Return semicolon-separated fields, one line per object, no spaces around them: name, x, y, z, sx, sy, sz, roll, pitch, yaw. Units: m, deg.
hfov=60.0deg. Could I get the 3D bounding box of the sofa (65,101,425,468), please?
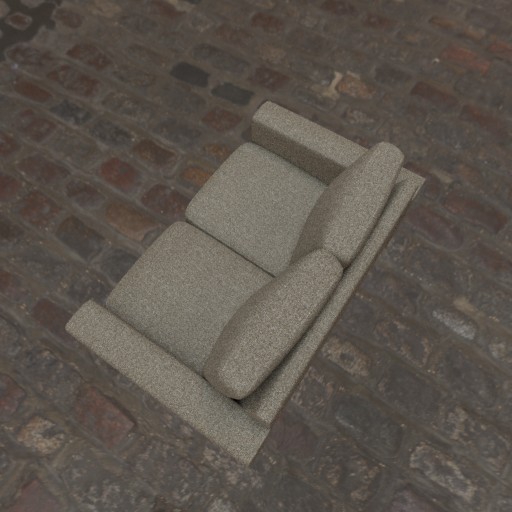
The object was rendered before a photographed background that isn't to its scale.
sofa;0.000;0.000;2.202;1.016;0.873;1.616;31;68;14
